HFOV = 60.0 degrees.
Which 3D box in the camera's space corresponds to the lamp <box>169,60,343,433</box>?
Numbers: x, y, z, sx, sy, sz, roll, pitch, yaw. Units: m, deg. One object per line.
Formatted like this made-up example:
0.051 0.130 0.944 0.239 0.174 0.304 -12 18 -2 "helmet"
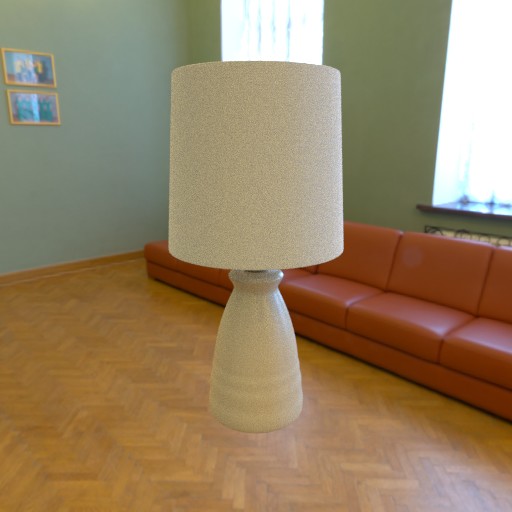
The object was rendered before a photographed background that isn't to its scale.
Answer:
0.000 0.000 0.484 0.186 0.369 0.186 0 15 0 "lamp"
